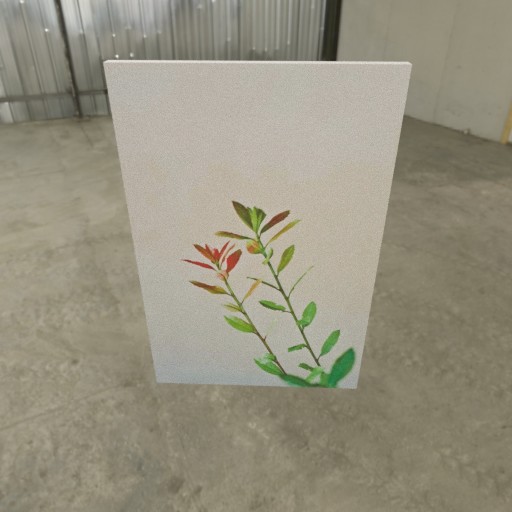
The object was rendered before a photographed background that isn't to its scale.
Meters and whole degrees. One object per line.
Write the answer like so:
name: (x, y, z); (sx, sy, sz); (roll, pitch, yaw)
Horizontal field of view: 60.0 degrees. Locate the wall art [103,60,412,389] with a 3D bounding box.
wall art: (0.000, 0.000, 1.411); (0.764, 1.143, 0.038); (1, 32, 2)
